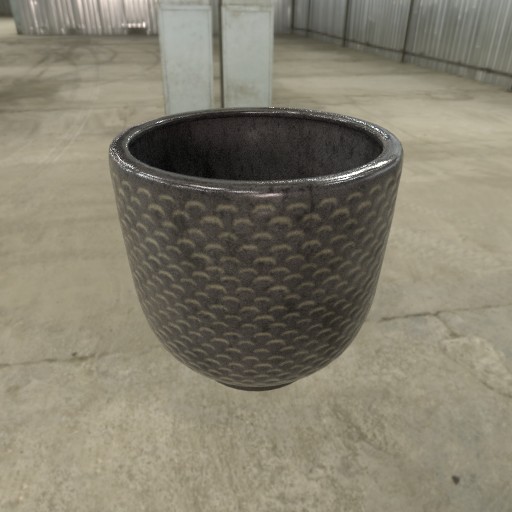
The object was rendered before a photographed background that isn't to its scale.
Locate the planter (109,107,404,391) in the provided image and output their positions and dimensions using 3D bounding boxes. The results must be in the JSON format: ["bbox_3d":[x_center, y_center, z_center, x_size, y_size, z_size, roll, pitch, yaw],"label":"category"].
[{"bbox_3d":[0.000,0.000,0.351,0.197,0.191,0.197,0,30,0],"label":"planter"}]
